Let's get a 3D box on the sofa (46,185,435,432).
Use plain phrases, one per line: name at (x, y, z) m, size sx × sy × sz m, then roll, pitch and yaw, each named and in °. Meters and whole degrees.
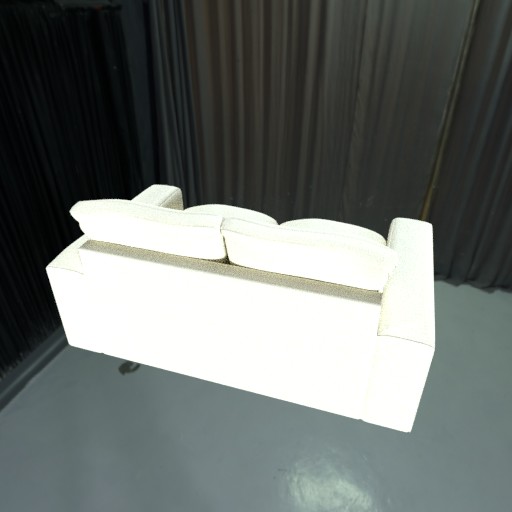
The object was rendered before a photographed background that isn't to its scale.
sofa at (0.000, 0.000, 2.356) m, size 1.754 × 0.875 × 1.091 m, roll 10°, pitch 34°, yaw 15°
